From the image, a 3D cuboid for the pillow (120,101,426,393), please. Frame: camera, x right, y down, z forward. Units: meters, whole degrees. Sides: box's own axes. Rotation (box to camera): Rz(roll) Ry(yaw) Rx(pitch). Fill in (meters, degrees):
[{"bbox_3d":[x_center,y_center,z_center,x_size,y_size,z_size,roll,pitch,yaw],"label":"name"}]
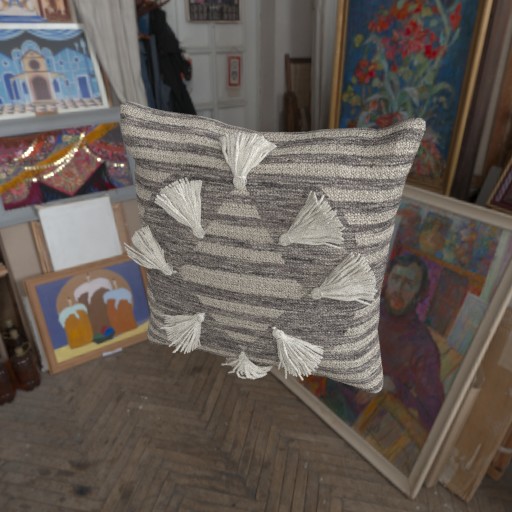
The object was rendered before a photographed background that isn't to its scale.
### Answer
[{"bbox_3d":[0.000,0.000,0.769,0.484,0.490,0.234,8,28,16],"label":"pillow"}]
